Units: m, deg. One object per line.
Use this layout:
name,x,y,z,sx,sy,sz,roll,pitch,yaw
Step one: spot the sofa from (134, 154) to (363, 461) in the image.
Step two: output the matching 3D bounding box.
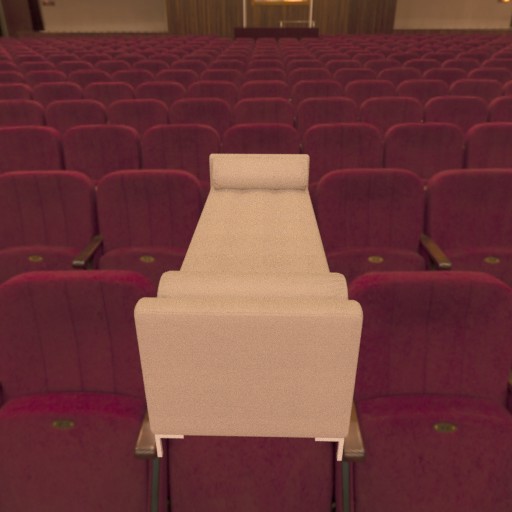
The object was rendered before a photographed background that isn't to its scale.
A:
sofa,0.000,0.000,2.314,0.686,0.635,1.981,1,26,1
